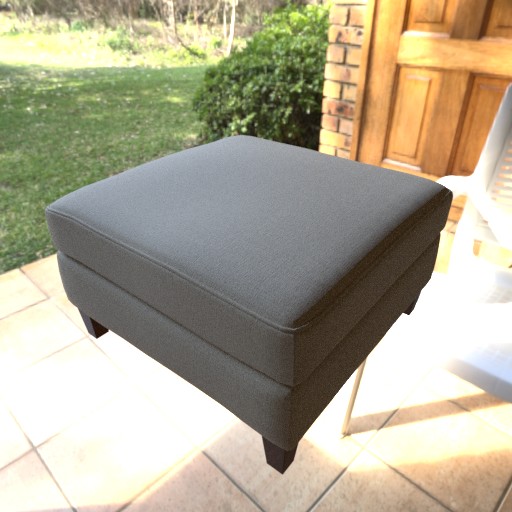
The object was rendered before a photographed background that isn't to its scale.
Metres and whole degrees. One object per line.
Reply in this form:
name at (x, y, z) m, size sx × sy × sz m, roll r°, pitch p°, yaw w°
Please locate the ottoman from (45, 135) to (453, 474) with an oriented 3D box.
ottoman at (0.000, 0.000, 1.327) m, size 0.838 × 0.503 × 0.838 m, roll 23°, pitch 39°, yaw 32°
